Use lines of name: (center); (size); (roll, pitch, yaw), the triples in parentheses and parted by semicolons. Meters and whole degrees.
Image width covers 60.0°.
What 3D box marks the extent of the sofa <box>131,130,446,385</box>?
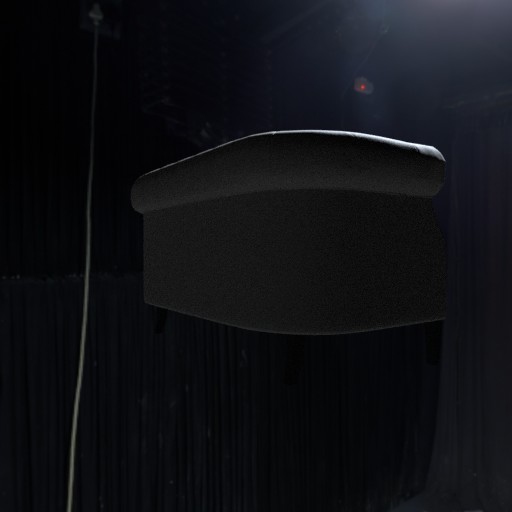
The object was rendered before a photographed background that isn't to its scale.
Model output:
sofa: (0.000, 0.000, 2.046); (0.835, 0.827, 1.558); (-1, 1, -35)
